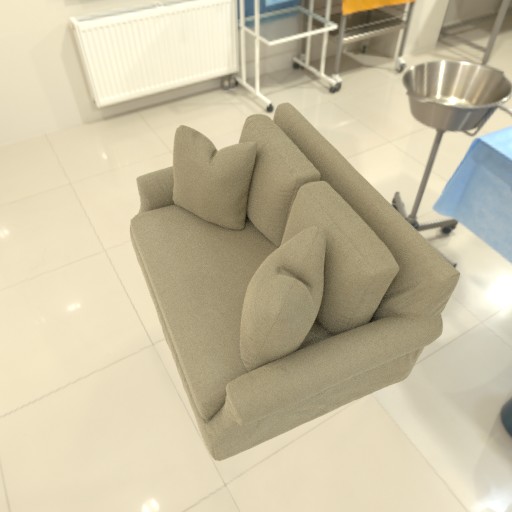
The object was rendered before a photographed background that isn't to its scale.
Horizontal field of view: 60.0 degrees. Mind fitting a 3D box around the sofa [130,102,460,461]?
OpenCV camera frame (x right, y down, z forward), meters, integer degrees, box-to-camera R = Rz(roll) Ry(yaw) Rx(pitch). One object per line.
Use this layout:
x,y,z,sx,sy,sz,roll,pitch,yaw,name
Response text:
0.000,0.000,2.207,1.070,0.905,1.550,-18,50,-16,sofa
